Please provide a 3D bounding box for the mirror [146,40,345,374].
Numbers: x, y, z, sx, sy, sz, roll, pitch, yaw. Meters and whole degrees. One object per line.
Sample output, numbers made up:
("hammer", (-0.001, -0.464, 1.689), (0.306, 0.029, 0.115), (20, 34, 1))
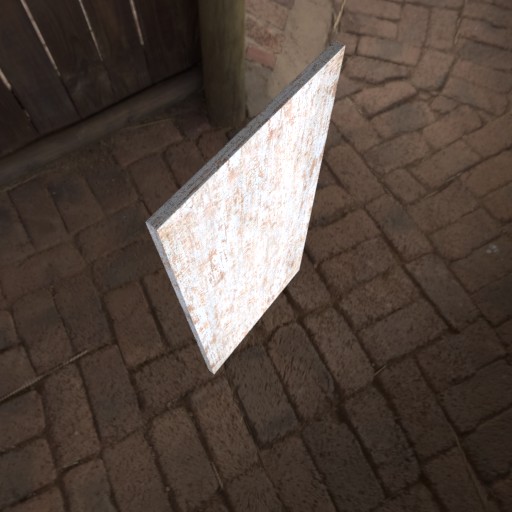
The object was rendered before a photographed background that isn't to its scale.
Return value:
("mirror", (0.000, 0.000, 1.102), (0.027, 0.922, 0.472), (35, 68, 16))
